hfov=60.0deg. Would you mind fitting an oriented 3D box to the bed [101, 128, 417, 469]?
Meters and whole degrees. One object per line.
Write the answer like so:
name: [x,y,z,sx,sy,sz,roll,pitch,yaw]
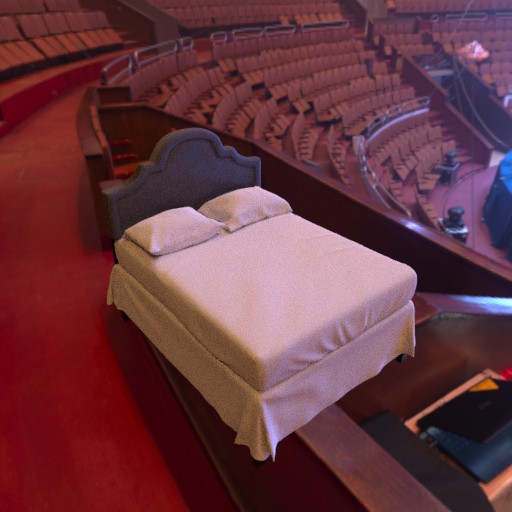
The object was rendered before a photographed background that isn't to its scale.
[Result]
bed: [0.000,0.000,3.490,1.780,1.634,2.222,-22,36,-33]
